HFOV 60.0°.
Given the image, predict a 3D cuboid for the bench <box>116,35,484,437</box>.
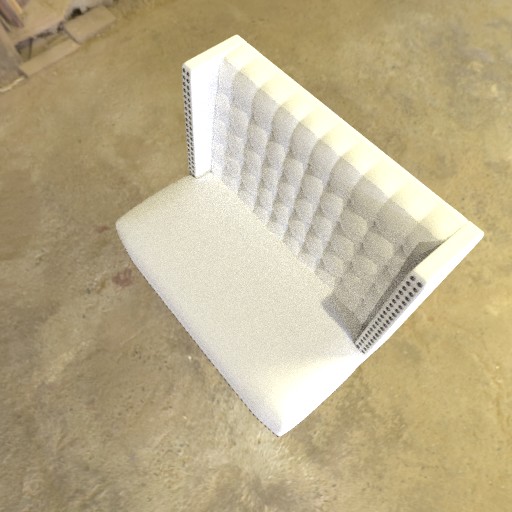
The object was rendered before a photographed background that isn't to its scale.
[{"bbox_3d":[0.000,0.000,1.985,0.847,1.123,1.280,-37,68,-17],"label":"bench"}]
